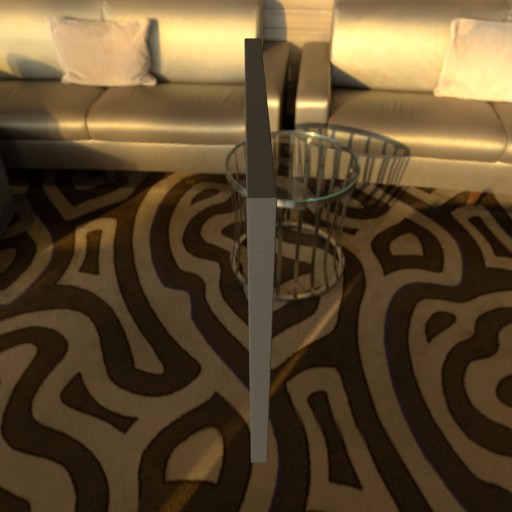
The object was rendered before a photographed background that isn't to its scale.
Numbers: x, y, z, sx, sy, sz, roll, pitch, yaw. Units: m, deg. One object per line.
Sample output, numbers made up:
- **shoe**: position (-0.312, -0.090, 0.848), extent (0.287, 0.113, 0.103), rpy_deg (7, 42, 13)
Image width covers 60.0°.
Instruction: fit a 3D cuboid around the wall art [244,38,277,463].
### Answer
- **wall art**: position (0.000, 0.000, 0.752), extent (0.028, 0.558, 0.457), rpy_deg (-1, 42, -1)
